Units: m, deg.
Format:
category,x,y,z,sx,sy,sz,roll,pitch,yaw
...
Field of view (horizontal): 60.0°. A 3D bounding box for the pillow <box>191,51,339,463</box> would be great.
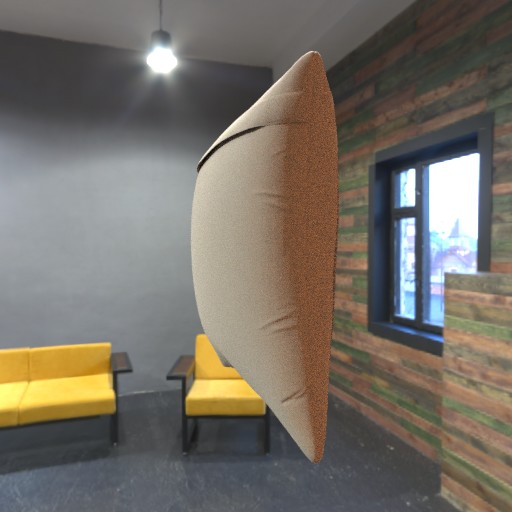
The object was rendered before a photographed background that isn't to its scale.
category,x,y,z,sx,sy,sz,roll,pitch,yaw
pillow,0.000,0.000,0.621,0.173,0.406,0.405,0,1,-17
